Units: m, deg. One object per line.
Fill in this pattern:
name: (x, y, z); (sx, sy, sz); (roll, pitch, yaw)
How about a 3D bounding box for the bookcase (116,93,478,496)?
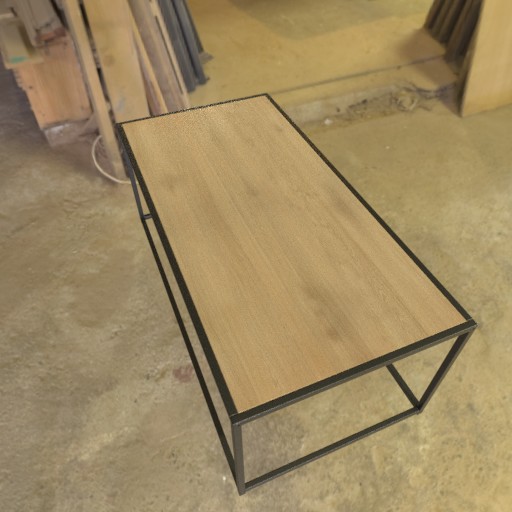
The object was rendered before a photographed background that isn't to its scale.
bookcase: (0.000, 0.000, 1.237); (0.500, 0.400, 1.000); (-17, 49, -15)
